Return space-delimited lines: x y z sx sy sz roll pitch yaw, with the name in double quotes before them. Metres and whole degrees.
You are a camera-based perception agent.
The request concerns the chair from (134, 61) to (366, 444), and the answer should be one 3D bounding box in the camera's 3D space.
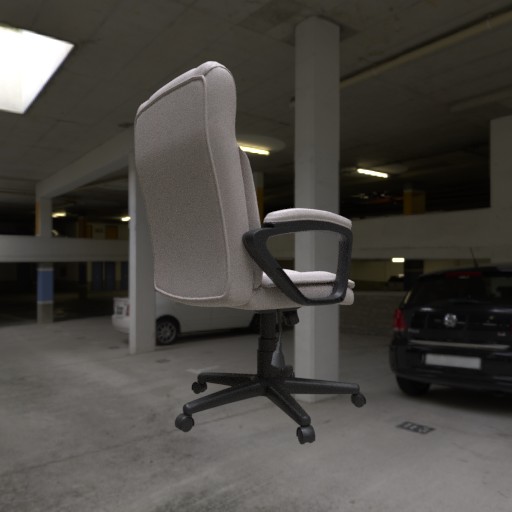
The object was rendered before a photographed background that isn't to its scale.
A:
"chair" 0.000 0.000 1.580 0.724 1.105 0.667 0 0 -38
